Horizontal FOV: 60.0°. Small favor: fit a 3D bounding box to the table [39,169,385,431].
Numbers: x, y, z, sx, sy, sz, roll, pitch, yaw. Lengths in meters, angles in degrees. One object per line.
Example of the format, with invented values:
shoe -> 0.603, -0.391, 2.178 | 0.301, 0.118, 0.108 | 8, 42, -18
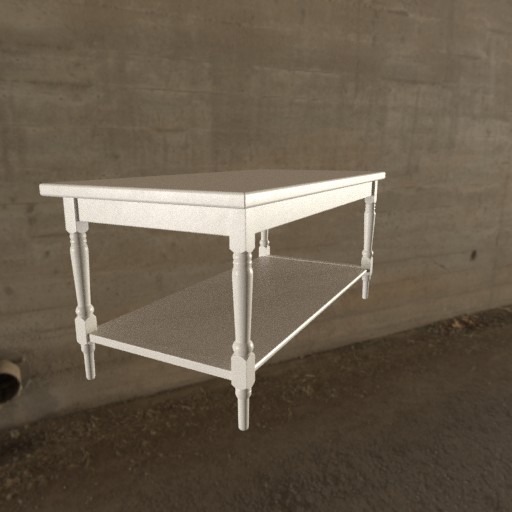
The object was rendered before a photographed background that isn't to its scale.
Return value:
table -> 0.000, 0.000, 1.433 | 0.550, 0.510, 1.107 | 7, 15, 27
